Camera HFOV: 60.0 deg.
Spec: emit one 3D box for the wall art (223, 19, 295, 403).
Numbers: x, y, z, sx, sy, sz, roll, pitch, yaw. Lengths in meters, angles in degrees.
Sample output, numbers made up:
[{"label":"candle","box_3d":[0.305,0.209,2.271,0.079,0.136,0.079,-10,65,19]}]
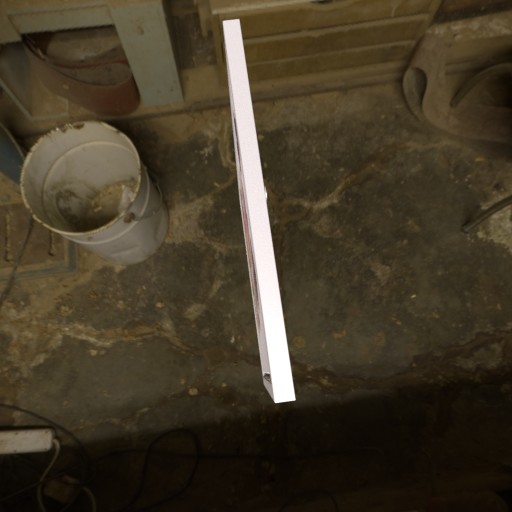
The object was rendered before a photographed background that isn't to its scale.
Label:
[{"label":"wall art","box_3d":[0.000,0.000,1.383,0.042,1.056,0.805,-7,76,-2]}]
